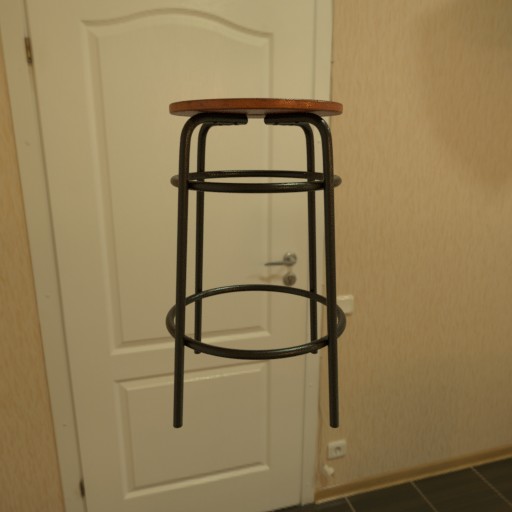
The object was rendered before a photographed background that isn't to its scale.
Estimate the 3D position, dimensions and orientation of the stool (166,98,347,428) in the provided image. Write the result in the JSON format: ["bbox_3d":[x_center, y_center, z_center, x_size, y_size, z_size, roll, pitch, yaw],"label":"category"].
[{"bbox_3d":[0.000,0.000,0.946,0.455,0.610,0.455,14,20,43],"label":"stool"}]
